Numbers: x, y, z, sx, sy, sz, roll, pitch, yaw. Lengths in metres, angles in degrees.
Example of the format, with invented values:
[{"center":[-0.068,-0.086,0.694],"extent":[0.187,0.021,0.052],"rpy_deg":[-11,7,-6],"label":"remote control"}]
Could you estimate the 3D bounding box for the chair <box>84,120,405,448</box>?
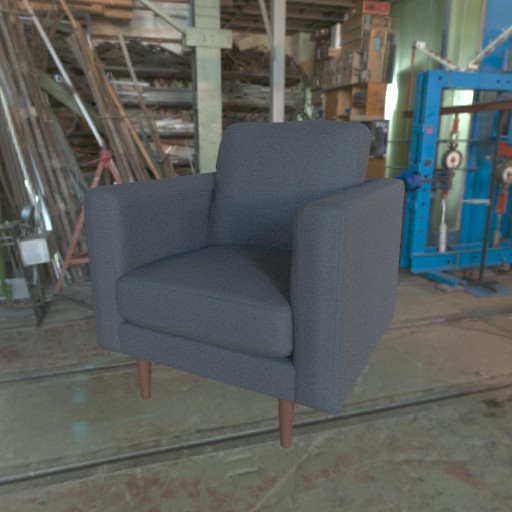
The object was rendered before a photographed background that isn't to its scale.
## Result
[{"center":[0.000,0.000,1.554],"extent":[0.854,0.927,0.800],"rpy_deg":[8,16,27],"label":"chair"}]
